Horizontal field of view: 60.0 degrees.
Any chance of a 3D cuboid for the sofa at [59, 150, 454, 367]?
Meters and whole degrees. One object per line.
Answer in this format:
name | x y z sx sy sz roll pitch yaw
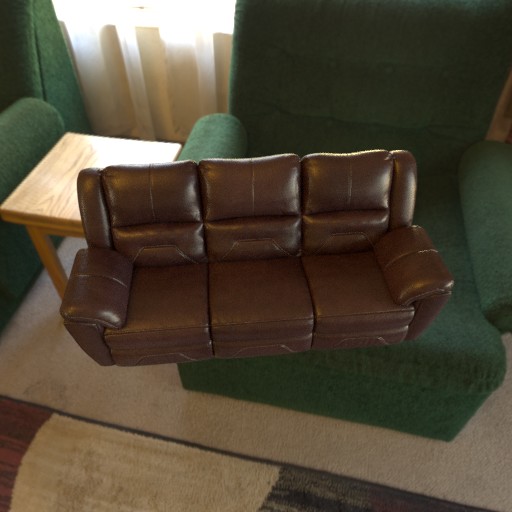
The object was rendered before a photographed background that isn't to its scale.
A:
sofa | 0.000 0.000 2.941 2.337 1.043 0.991 -4 47 -4
